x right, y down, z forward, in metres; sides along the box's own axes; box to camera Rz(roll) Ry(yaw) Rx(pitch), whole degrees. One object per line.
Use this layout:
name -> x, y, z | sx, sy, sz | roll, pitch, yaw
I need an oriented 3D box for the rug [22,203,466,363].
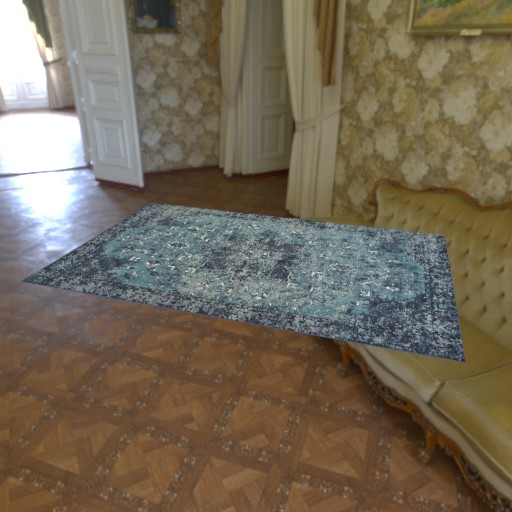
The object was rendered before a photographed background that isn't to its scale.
rug -> 0.000, 0.000, 2.952 | 2.440, 0.007, 1.525 | 8, 27, 16
